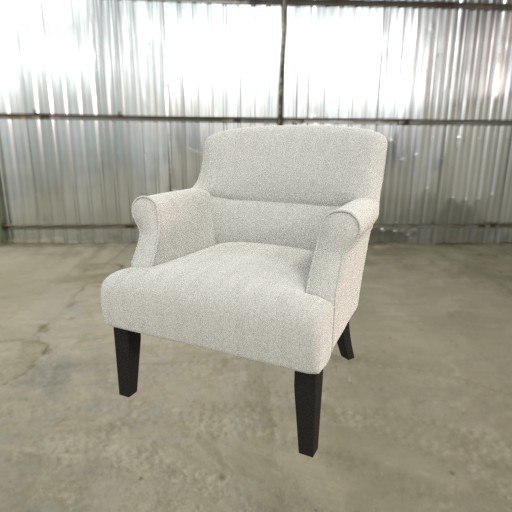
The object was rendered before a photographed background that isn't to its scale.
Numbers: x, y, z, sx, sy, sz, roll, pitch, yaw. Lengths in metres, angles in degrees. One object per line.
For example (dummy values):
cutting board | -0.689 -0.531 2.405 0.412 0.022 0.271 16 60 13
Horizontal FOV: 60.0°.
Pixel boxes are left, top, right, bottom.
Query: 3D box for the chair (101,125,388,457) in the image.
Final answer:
chair | 0.000 0.000 1.514 0.781 0.875 0.750 7 16 26
